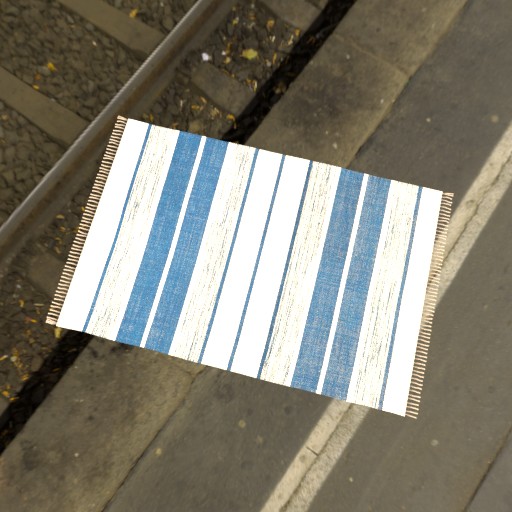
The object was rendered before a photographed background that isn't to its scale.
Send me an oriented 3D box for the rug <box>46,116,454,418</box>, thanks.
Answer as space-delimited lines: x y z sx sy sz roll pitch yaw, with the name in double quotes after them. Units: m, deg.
0.000 0.000 2.975 2.441 0.010 1.532 14 78 3 "rug"
